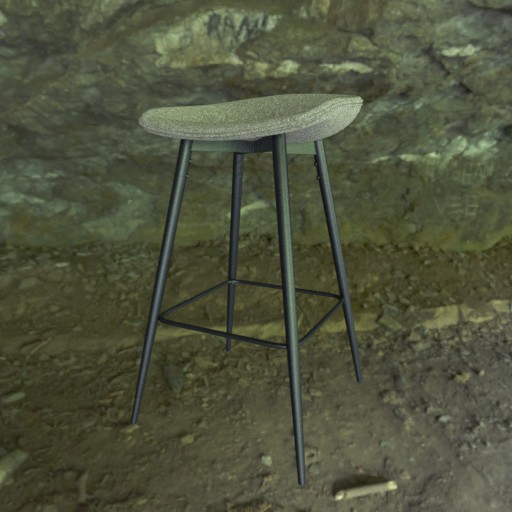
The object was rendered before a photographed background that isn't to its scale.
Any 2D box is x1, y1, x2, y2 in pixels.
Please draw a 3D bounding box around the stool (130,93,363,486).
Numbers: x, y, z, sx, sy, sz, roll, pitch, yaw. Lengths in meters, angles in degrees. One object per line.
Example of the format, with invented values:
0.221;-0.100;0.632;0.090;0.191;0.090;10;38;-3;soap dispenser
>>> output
0.000;0.000;1.120;0.469;0.814;0.480;7;15;26;stool
